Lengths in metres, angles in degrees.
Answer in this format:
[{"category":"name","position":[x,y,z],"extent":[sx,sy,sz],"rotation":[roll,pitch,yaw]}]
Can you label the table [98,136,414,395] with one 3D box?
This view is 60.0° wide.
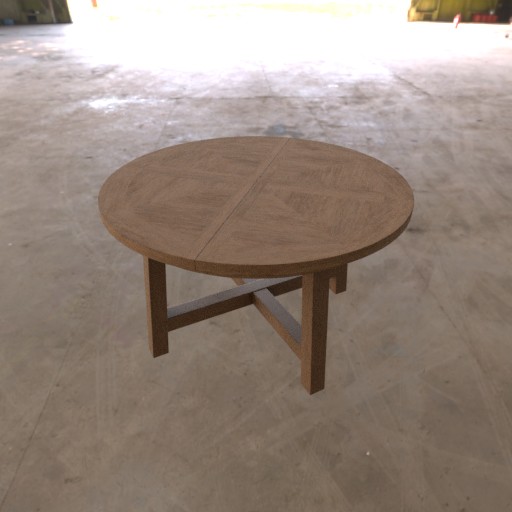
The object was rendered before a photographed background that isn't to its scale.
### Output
[{"category":"table","position":[0.000,0.000,2.133],"extent":[1.319,0.762,1.319],"rotation":[0,32,0]}]
